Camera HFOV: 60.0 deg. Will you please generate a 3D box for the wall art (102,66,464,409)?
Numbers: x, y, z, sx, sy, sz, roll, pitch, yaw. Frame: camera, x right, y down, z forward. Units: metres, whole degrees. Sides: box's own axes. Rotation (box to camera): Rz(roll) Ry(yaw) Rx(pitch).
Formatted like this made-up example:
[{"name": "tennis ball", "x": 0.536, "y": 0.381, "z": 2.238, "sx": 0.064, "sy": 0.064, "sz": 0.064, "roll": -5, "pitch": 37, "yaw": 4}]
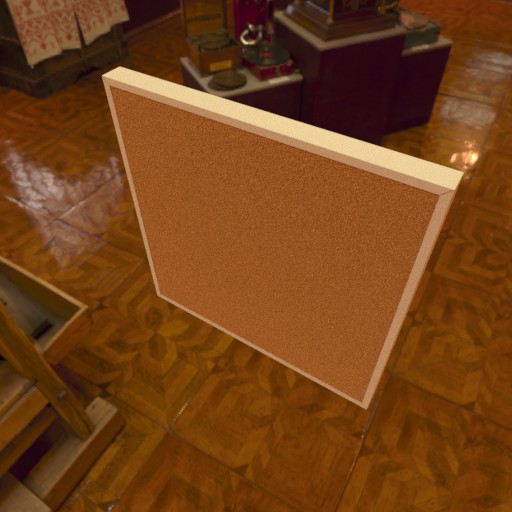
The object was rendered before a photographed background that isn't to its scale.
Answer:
[{"name": "wall art", "x": 0.000, "y": 0.000, "z": 0.744, "sx": 0.508, "sy": 0.508, "sz": 0.037, "roll": 24, "pitch": 51, "yaw": 22}]
